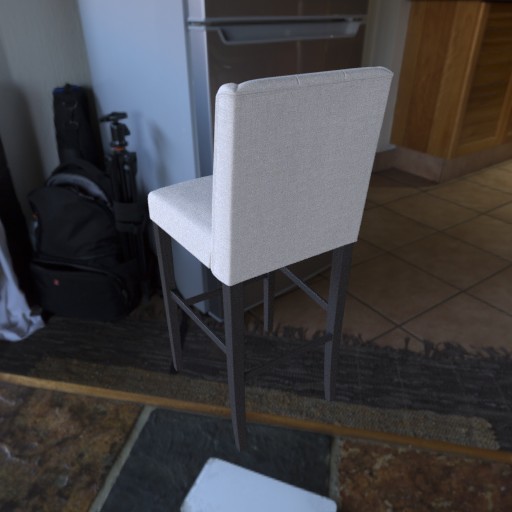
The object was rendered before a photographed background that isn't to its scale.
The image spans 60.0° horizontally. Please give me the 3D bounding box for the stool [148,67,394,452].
[{"bbox_3d":[0.000,0.000,1.369,0.474,1.116,0.509,-18,35,-28],"label":"stool"}]
